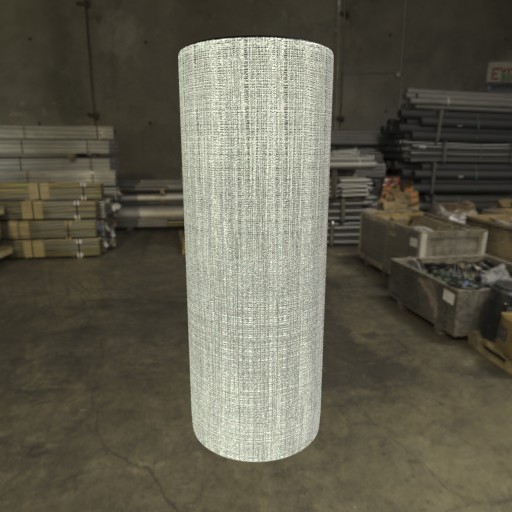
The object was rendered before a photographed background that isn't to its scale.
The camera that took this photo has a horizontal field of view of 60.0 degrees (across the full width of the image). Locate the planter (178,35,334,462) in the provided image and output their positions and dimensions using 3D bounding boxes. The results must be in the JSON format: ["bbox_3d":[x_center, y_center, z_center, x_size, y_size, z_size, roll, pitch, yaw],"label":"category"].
[{"bbox_3d":[0.000,0.000,0.319,0.100,0.270,0.100,-2,14,-8],"label":"planter"}]
